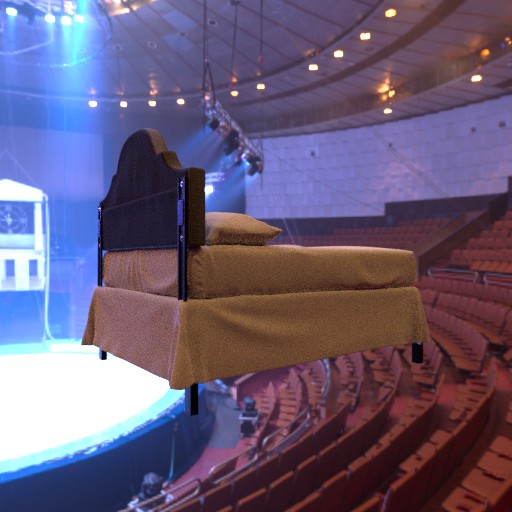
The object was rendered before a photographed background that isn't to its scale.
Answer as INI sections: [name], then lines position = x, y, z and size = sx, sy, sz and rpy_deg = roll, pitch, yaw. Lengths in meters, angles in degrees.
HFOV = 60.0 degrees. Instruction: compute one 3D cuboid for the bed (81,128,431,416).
[bed]
position = 0.000, 0.000, 3.452
size = 2.222, 1.634, 1.780
rpy_deg = 0, -1, -36
